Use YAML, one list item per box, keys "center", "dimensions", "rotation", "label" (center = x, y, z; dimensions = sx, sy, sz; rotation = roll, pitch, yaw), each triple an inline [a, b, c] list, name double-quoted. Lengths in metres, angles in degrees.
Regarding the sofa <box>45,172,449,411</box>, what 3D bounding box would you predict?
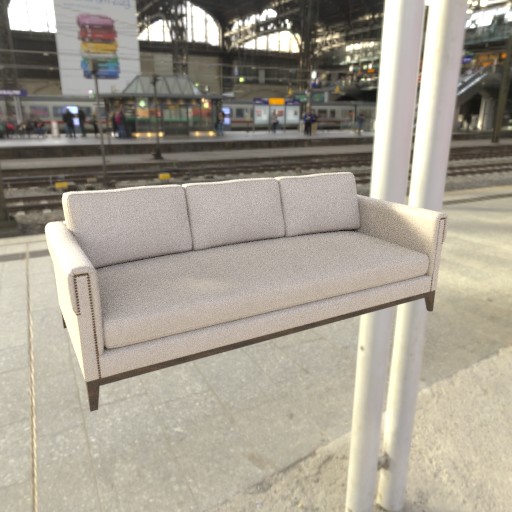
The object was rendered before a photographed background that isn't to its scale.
- center: [0.000, 0.000, 2.685]
  dimensions: [2.210, 0.838, 0.959]
  rotation: [-9, 20, -28]
  label: "sofa"
